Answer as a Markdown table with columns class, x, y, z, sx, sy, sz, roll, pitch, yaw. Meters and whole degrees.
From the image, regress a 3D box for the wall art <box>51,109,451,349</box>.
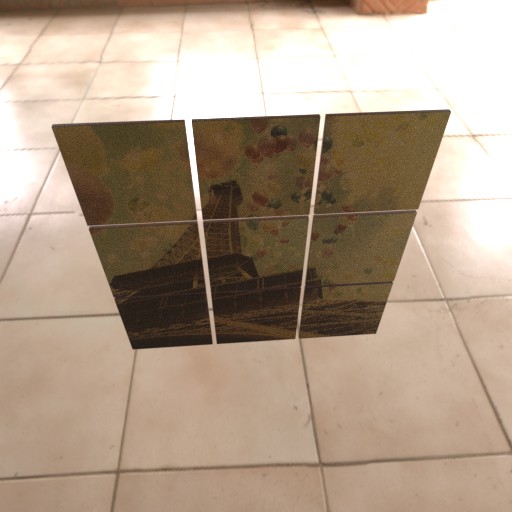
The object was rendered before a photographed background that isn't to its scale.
| class | x | y | z | sx | sy | sz | roll | pitch | yaw |
| --- | --- | --- | --- | --- | --- | --- | --- | --- | --- |
| wall art | 0.000 | 0.000 | 1.839 | 1.256 | 1.246 | 0.017 | -3 | 46 | -3 |
